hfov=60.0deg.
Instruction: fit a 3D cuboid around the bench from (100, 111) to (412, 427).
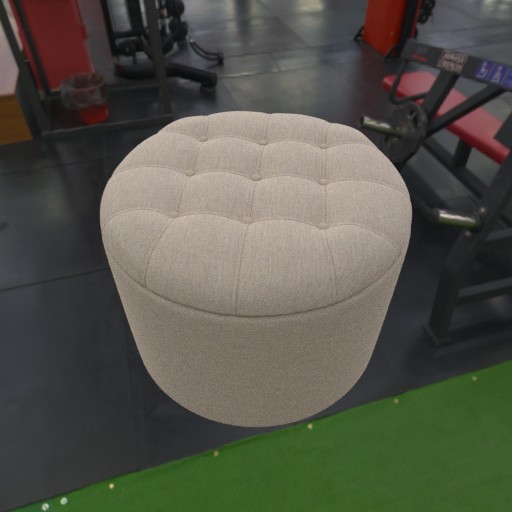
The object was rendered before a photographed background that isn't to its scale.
[{"bbox_3d":[0.000,0.000,0.985,0.600,0.454,0.600,0,45,0],"label":"bench"}]
